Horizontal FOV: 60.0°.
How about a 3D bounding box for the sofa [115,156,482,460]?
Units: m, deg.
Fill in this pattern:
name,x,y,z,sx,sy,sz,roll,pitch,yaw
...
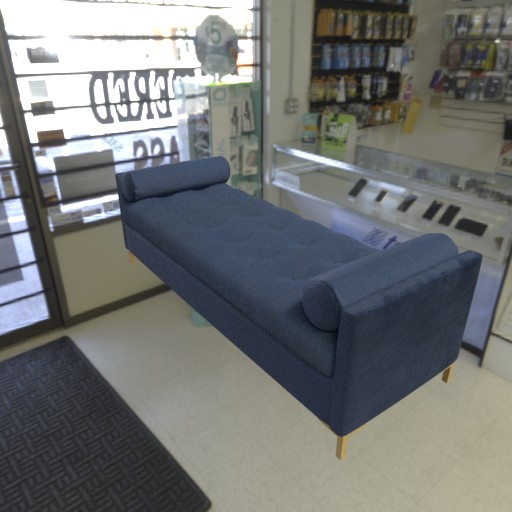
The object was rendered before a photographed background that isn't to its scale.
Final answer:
name,x,y,z,sx,sy,sz,roll,pitch,yaw
sofa,0.000,0.000,2.466,0.796,0.705,2.102,-18,31,-32
